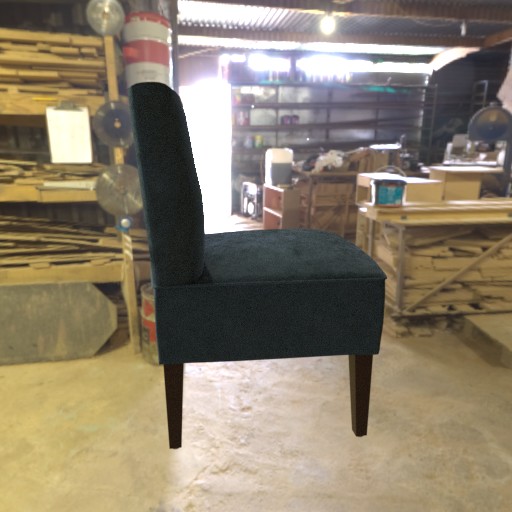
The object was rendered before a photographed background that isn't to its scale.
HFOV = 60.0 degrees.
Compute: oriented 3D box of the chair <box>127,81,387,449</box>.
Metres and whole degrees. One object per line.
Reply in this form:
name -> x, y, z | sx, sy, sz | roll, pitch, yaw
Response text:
chair -> 0.000, 0.000, 1.149 | 0.551, 0.806, 0.521 | -3, 16, -9
